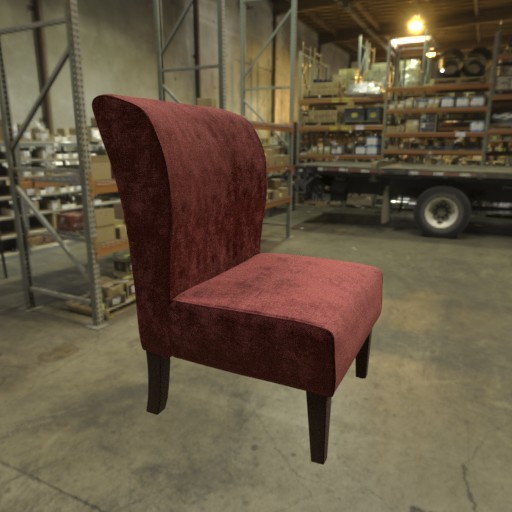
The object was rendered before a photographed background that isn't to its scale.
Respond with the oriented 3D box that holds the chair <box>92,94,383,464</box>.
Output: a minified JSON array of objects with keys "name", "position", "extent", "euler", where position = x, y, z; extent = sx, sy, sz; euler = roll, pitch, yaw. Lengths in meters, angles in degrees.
[{"name":"chair","position":[0.000,0.000,1.245],"extent":[0.640,0.846,0.538],"euler":[7,16,26]}]
